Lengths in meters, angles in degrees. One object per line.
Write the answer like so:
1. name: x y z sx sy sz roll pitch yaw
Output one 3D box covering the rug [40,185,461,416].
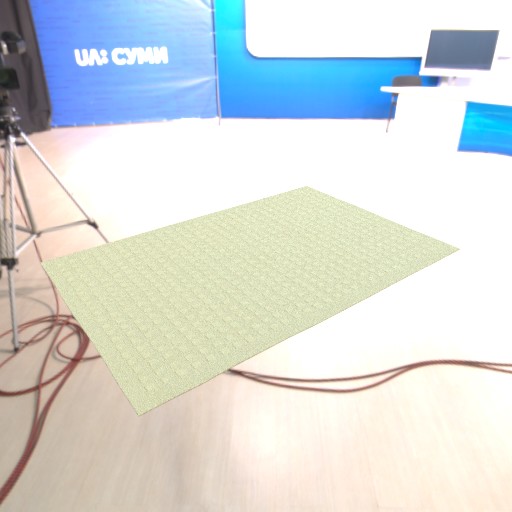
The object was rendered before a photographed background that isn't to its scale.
1. rug: 0.000 0.000 2.191 1.747 0.006 1.143 -20 35 -32
